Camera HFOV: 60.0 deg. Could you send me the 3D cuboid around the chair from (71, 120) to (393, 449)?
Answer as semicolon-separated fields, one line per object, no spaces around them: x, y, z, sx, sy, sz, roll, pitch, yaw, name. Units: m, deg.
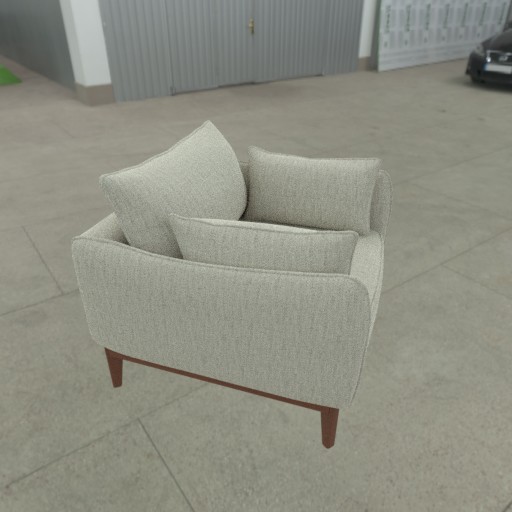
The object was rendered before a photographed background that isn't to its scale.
0.000;0.000;1.776;0.991;0.855;0.994;10;32;16;chair
